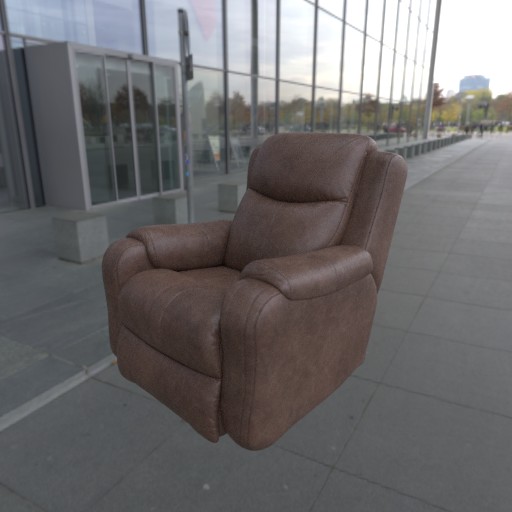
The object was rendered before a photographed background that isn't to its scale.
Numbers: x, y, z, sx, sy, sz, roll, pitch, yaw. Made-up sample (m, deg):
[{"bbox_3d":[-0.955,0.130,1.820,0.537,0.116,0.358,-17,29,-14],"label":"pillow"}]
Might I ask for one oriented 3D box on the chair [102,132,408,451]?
[{"bbox_3d":[0.000,0.000,1.863,0.940,0.990,1.067,16,23,42],"label":"chair"}]
